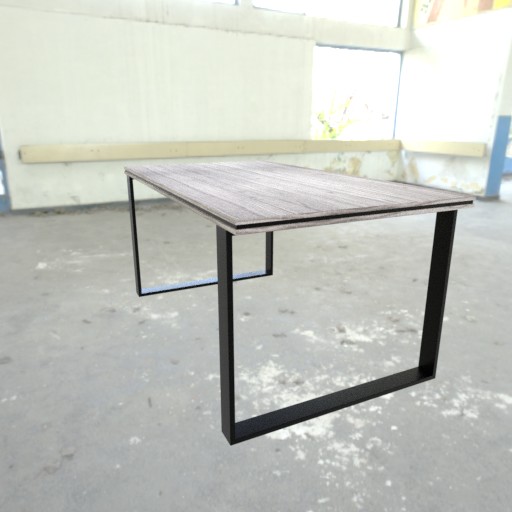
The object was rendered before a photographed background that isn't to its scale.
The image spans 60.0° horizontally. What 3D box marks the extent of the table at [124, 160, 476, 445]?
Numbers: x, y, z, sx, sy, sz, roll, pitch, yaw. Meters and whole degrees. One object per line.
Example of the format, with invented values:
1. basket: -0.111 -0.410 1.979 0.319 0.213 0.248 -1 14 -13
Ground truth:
1. table: 0.000 0.000 2.093 0.881 0.736 1.579 -8 19 -25
